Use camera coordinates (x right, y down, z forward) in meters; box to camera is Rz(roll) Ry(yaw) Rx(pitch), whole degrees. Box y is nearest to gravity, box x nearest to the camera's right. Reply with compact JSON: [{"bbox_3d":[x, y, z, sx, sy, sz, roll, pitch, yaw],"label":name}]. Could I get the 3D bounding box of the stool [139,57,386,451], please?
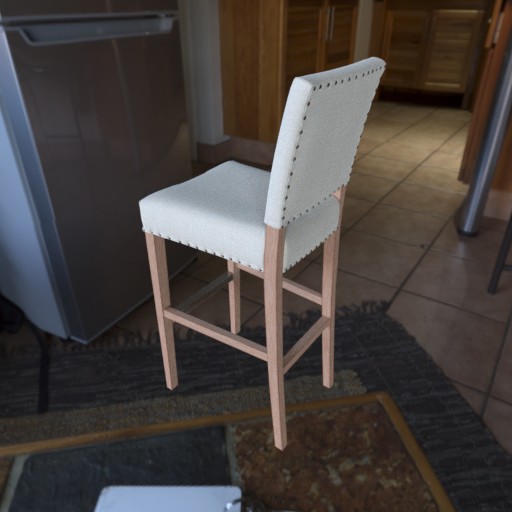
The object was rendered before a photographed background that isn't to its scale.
[{"bbox_3d":[0.000,0.000,1.388,0.546,1.143,0.428,21,37,30],"label":"stool"}]
